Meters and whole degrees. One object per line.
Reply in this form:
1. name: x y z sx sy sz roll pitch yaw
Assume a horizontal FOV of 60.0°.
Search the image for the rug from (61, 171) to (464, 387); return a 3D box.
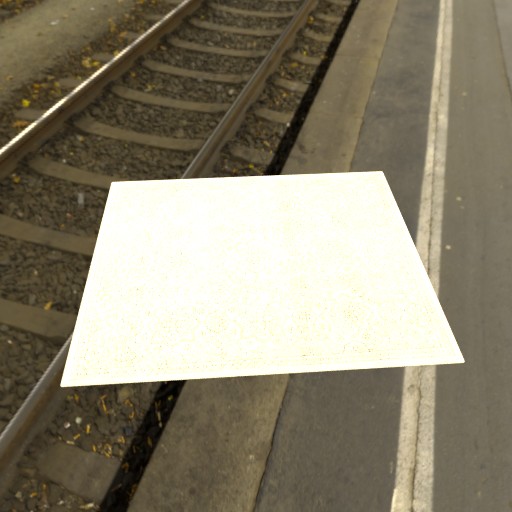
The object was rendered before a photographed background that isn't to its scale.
1. rug: 0.000 0.000 4.162 3.050 0.015 2.441 -3 47 -3
